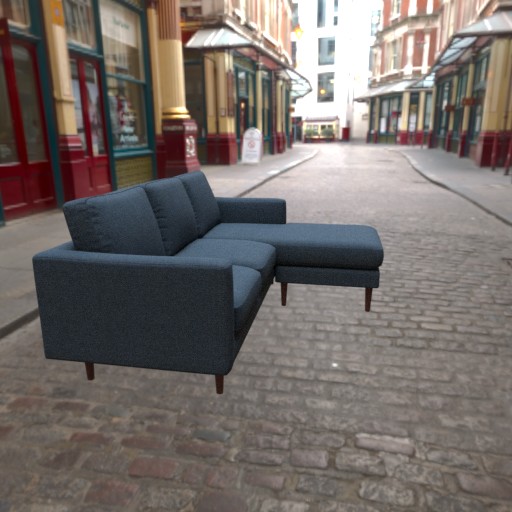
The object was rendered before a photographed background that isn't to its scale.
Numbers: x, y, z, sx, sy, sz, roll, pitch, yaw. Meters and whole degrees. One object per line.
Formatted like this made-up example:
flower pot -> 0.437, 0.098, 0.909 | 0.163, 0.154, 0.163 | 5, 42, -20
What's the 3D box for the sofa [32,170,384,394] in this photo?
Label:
sofa -> 0.000, 0.000, 2.859 | 1.667, 0.957, 2.055 | 3, 15, 10
